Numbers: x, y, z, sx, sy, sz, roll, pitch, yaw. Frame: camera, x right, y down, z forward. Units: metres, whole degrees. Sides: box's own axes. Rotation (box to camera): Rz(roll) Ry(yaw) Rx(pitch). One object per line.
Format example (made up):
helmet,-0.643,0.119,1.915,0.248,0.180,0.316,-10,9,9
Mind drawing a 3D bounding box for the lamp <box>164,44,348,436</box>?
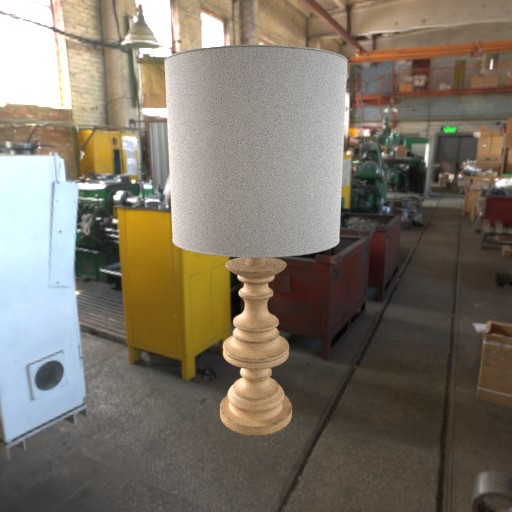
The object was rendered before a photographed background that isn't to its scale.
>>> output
lamp,0.000,0.000,0.567,0.208,0.455,0.208,-2,14,-9
